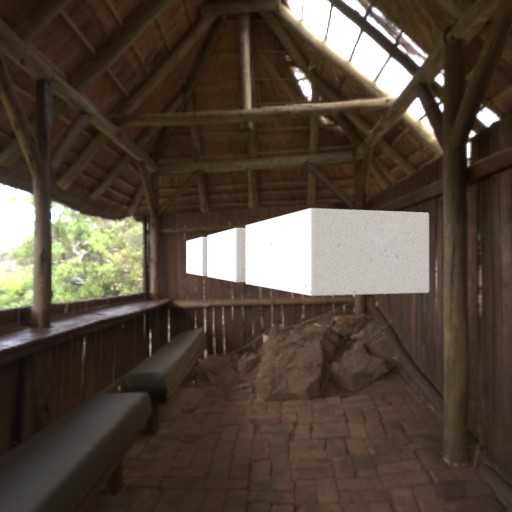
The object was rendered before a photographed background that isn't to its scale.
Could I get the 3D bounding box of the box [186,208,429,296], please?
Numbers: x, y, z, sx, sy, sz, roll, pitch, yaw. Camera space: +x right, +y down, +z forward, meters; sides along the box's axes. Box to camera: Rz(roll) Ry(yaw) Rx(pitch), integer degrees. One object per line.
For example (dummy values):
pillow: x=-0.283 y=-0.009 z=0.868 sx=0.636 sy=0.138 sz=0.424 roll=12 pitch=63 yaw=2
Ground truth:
box: x=0.000 y=0.000 z=0.485 sx=0.082 sy=0.051 sz=0.461 roll=0 pitch=-1 yaw=-18
